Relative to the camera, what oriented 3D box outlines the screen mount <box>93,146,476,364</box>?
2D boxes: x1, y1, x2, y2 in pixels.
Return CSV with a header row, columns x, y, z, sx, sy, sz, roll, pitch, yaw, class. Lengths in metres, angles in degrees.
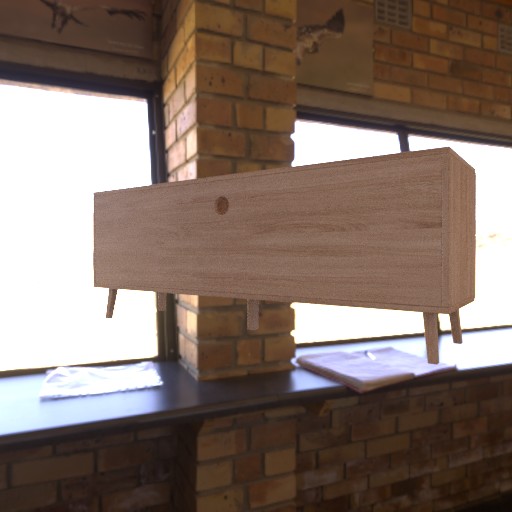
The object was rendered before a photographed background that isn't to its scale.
x,y,z,sx,sy,sz,roll,pitch,yaw,class
0.000,0.000,1.731,1.500,0.570,0.420,0,1,35,screen mount
